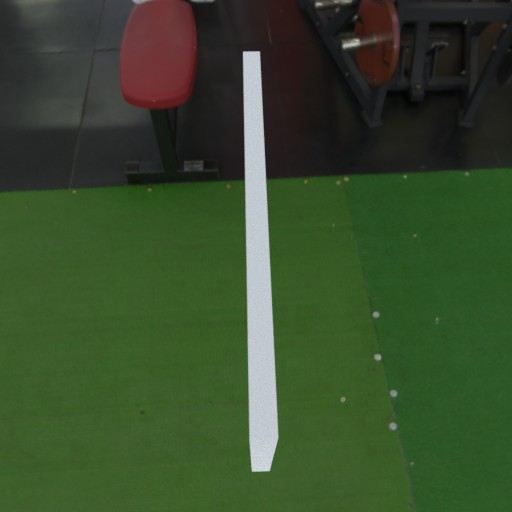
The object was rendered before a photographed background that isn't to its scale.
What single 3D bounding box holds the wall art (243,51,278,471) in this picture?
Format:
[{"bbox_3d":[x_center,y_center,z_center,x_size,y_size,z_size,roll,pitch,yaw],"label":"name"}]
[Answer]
[{"bbox_3d":[0.000,0.000,0.970,0.038,0.431,0.812,-1,59,-1],"label":"wall art"}]
